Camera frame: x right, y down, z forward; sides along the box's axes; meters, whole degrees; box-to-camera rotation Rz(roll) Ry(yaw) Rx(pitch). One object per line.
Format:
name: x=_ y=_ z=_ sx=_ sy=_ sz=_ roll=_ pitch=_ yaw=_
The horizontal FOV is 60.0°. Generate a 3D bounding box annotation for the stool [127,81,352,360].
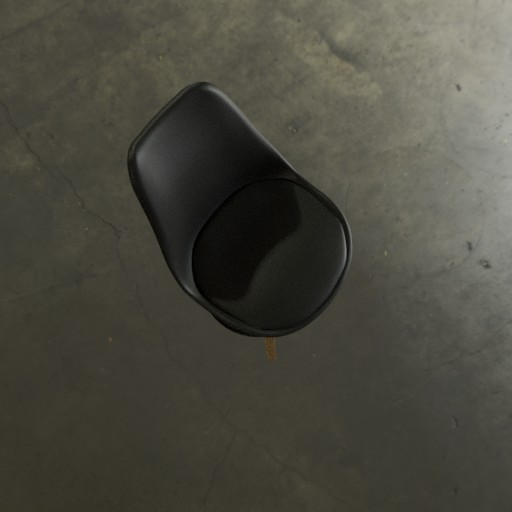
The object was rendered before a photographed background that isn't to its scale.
stool: x=0.000 y=0.000 z=1.437 sx=0.550 sy=1.115 sz=0.485 roll=37 pitch=78 yaw=9
